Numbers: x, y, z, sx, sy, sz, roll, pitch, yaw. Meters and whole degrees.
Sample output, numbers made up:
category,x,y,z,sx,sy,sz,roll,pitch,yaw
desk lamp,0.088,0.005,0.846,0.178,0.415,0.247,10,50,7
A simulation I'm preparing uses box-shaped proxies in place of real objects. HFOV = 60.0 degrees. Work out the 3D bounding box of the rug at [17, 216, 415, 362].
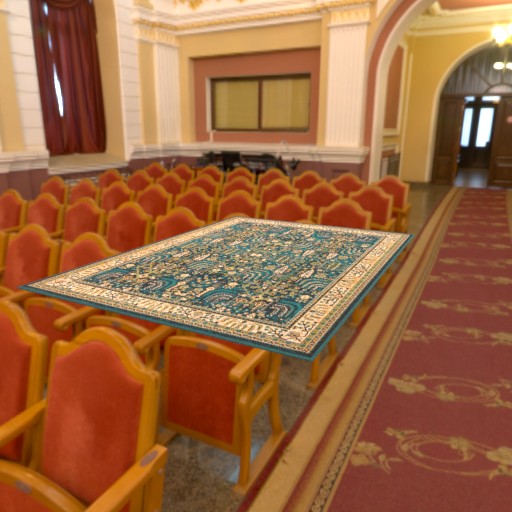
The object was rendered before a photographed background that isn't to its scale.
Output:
category,x,y,z,sx,sy,sz,roll,pitch,yaw
rug,0.000,0.000,3.933,2.226,0.015,3.044,8,18,27
